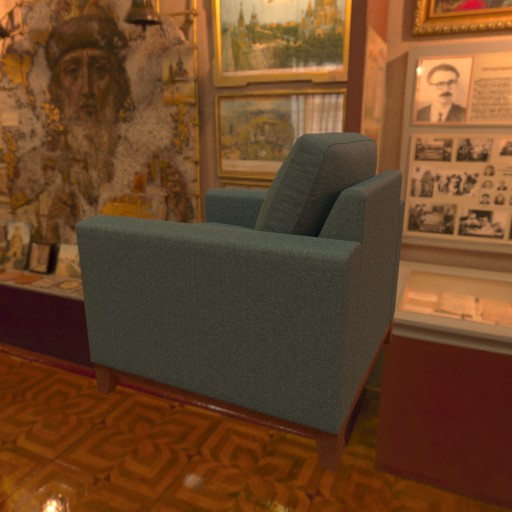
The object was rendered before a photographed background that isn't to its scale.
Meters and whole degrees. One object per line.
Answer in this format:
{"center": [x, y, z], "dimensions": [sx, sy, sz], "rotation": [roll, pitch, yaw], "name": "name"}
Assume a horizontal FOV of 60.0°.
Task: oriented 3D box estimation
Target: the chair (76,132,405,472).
{"center": [0.000, 0.000, 1.873], "dimensions": [1.038, 1.010, 1.024], "rotation": [8, 18, 25], "name": "chair"}
